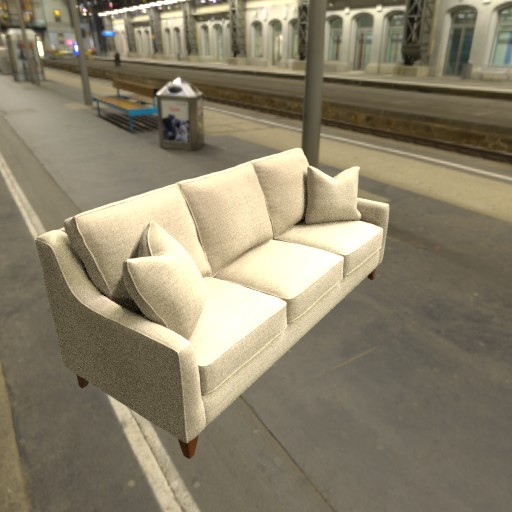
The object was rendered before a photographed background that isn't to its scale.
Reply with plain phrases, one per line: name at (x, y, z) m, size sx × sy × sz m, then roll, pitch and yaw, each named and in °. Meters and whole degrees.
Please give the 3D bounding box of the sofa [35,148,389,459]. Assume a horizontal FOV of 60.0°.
sofa at (0.000, 0.000, 2.523) m, size 0.865 × 0.914 × 2.031 m, roll 17°, pitch 30°, yaw 32°
